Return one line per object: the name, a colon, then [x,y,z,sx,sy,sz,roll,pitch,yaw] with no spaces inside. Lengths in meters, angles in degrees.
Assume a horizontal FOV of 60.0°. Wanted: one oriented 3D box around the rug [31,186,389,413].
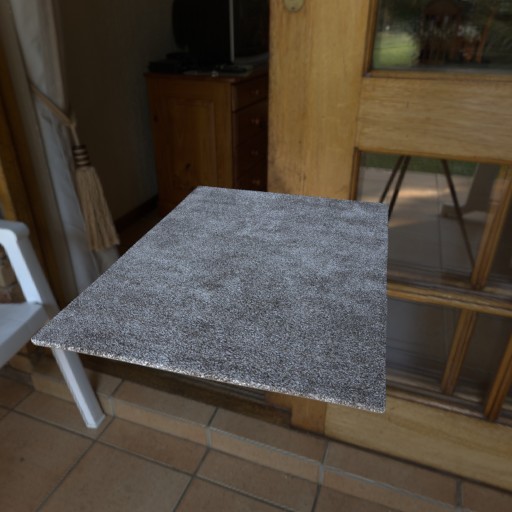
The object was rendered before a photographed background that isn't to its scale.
rug: [0.000,0.000,2.086,1.198,0.025,1.601,7,30,13]
